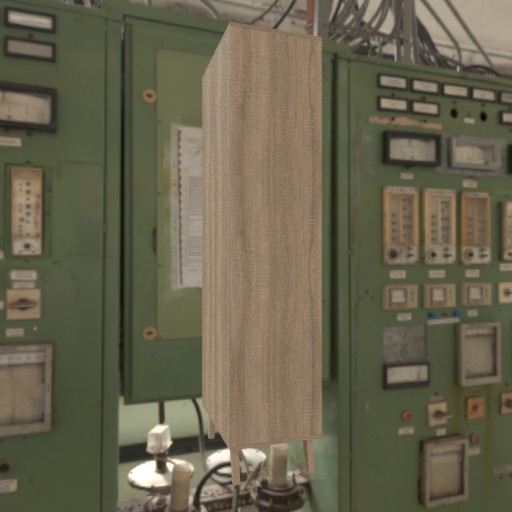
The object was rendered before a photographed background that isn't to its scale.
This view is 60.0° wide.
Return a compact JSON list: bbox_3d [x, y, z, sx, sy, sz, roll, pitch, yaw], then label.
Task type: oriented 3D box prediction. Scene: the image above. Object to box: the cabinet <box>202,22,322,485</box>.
[{"bbox_3d":[0.000,0.000,2.083,0.400,1.850,0.570,0,0,-18],"label":"cabinet"}]
